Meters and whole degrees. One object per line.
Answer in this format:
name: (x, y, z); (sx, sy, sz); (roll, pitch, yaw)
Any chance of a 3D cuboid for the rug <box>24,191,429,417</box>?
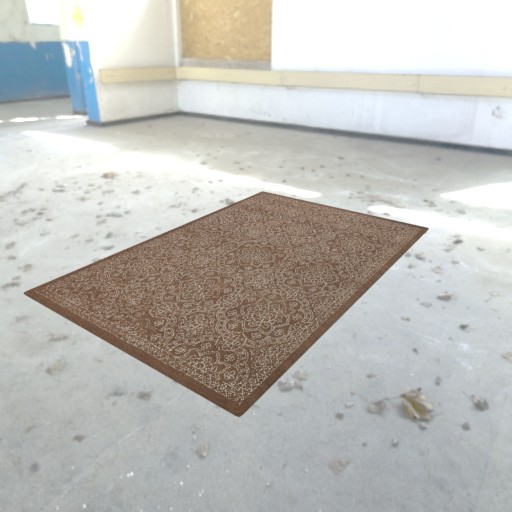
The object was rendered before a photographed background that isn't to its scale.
rug: (0.000, 0.000, 2.299); (1.219, 0.010, 1.829); (18, 31, 32)
